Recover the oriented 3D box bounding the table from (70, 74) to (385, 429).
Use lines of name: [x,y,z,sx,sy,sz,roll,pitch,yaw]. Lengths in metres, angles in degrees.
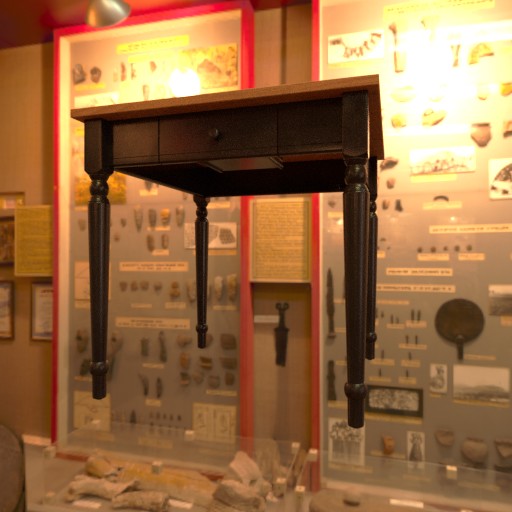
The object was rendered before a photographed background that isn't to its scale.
table: [0.000,0.000,1.360,0.747,0.738,0.747,0,0,17]
